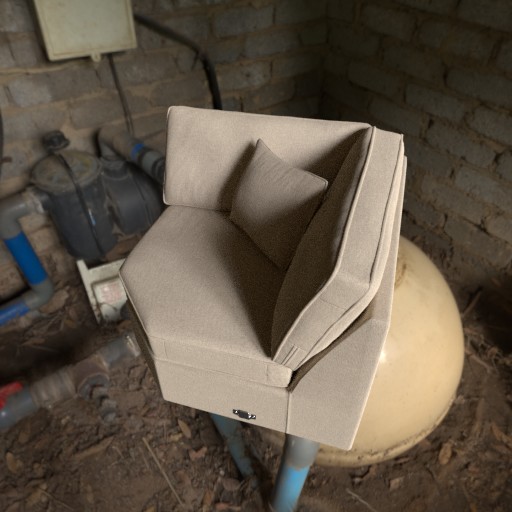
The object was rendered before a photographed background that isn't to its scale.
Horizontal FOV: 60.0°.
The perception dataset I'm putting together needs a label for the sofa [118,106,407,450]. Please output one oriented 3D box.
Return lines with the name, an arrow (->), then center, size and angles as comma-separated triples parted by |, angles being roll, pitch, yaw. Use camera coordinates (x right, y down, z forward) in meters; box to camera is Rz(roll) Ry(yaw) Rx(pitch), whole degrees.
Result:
sofa -> 0.000, 0.000, 1.837 | 1.050, 0.937, 1.042 | 12, 42, 13
